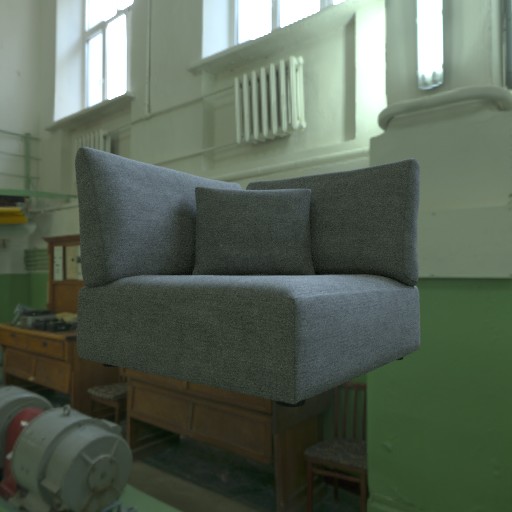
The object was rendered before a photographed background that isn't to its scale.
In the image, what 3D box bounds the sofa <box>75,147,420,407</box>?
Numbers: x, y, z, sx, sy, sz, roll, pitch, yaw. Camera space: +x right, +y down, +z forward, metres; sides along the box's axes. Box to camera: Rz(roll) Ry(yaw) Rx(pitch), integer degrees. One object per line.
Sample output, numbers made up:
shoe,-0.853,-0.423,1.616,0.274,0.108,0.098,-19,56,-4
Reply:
sofa,0.000,0.000,1.737,1.000,0.820,1.000,-1,-2,37
